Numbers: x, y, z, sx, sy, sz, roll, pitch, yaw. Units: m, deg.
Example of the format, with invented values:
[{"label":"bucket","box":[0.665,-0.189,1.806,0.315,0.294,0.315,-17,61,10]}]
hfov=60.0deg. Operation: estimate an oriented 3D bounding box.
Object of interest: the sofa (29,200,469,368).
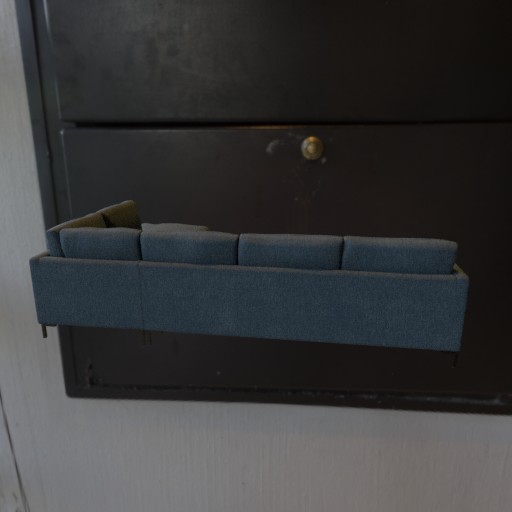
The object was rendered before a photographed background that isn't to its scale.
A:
[{"label":"sofa","box":[0.000,0.000,3.855,2.949,0.815,2.007,2,16,8]}]
